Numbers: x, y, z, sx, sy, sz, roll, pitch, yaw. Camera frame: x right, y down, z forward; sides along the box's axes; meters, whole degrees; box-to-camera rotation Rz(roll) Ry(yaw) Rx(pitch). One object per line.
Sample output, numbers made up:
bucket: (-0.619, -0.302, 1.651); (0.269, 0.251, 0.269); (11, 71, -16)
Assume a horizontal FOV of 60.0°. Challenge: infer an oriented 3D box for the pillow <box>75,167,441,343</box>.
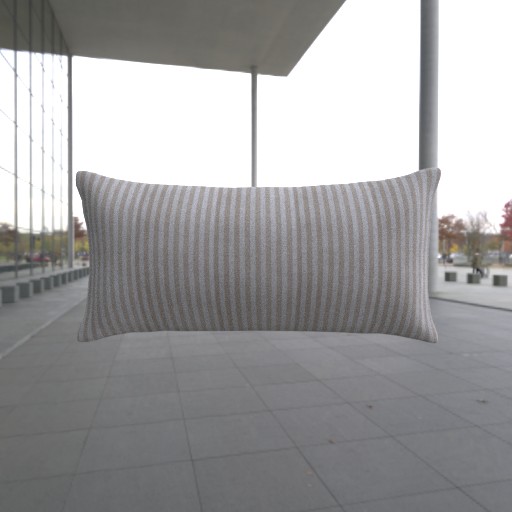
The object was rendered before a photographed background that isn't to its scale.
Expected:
pillow: (0.000, 0.000, 0.748); (0.617, 0.295, 0.151); (0, 0, 2)
